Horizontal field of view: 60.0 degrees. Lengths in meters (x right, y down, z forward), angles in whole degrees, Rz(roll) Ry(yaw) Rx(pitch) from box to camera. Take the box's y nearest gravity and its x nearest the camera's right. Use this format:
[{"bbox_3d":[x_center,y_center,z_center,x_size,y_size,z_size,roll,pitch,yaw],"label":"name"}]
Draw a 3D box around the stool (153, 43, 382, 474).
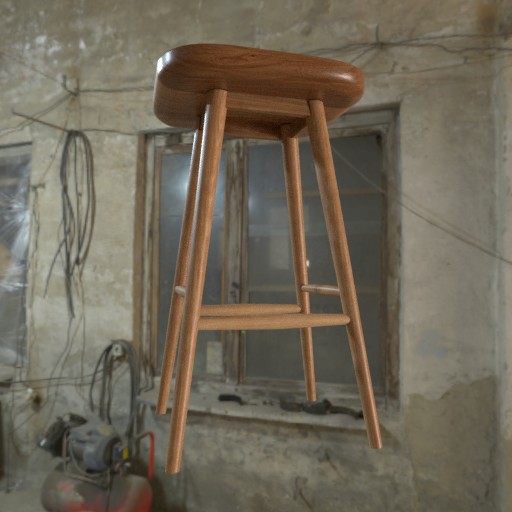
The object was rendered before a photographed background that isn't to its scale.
[{"bbox_3d":[0.000,0.000,0.908,0.407,0.698,0.322,1,-2,-16],"label":"stool"}]
